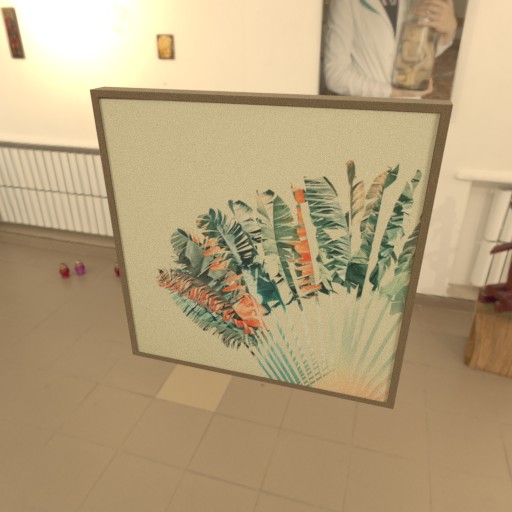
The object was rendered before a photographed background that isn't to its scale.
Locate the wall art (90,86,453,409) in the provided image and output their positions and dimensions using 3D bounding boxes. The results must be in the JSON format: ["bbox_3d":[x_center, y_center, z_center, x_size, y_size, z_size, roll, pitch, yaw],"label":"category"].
[{"bbox_3d":[0.000,0.000,0.733,0.508,0.506,0.038,8,28,15],"label":"wall art"}]
